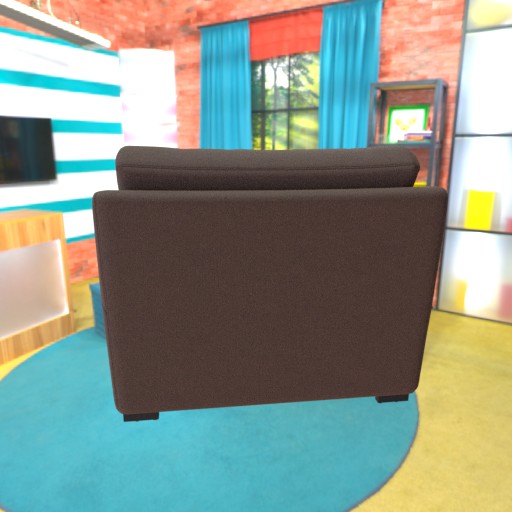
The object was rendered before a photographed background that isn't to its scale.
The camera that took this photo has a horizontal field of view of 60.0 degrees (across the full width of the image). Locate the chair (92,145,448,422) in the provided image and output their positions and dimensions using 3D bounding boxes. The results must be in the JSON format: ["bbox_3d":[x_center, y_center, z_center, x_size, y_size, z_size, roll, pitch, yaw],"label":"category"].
[{"bbox_3d":[0.000,0.000,1.947,1.168,0.940,1.143,-2,14,-7],"label":"chair"}]
